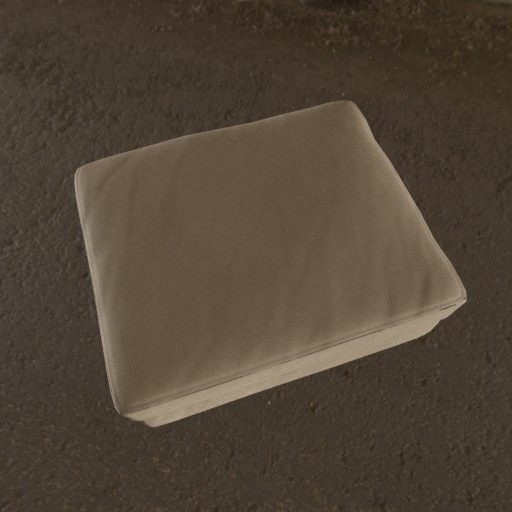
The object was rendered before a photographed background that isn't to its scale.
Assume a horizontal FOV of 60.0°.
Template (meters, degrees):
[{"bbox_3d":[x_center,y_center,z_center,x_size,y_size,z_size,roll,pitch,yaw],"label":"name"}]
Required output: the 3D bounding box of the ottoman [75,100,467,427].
[{"bbox_3d":[0.000,0.000,1.501,1.002,0.492,0.836,-16,64,-8],"label":"ottoman"}]
